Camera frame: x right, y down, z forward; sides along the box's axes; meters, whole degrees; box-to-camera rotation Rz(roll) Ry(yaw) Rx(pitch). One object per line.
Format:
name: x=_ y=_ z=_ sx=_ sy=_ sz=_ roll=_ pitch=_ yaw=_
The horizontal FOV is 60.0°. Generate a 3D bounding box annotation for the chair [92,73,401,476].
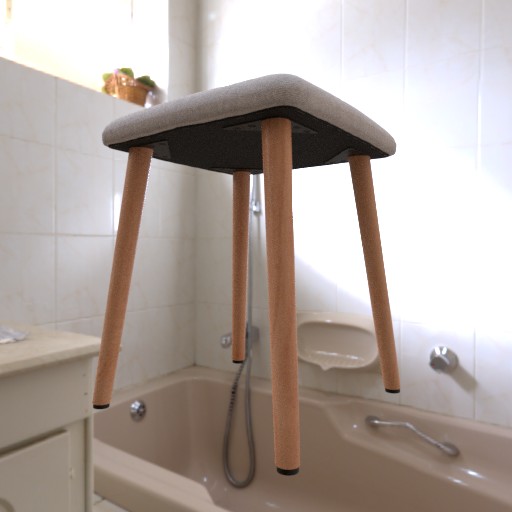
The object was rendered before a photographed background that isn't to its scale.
chair: x=0.000 y=0.000 z=0.681 sx=0.350 sy=0.440 sz=0.350 roll=0 pitch=1 yaw=36
